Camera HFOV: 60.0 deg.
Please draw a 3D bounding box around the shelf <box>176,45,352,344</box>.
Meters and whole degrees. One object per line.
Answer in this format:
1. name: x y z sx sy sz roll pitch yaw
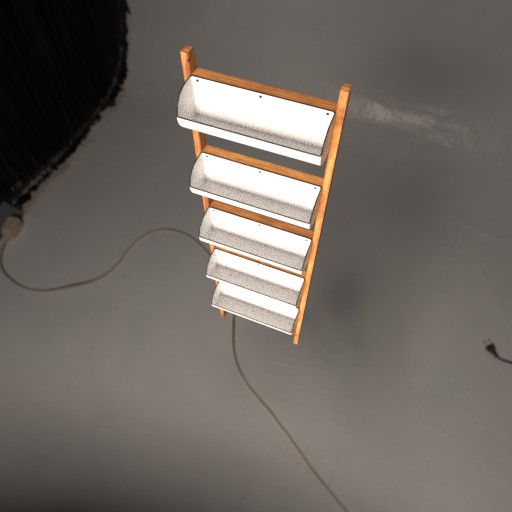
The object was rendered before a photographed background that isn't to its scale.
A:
1. shelf: 0.000 0.000 1.761 0.454 1.600 0.141 19 59 12
